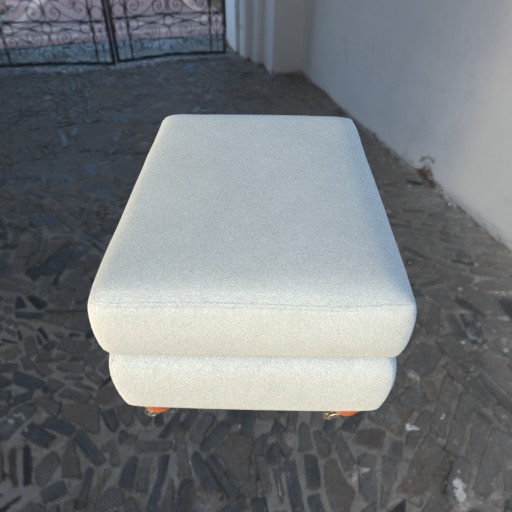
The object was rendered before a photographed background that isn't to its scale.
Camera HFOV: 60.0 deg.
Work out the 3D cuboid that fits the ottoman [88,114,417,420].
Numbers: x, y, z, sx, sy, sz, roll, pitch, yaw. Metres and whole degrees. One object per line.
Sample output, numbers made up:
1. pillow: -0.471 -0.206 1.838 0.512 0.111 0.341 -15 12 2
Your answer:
1. ottoman: 0.000 0.000 1.128 0.569 0.499 0.773 1 41 1
